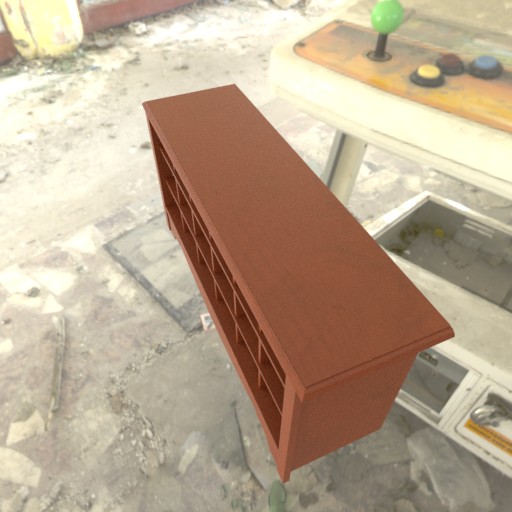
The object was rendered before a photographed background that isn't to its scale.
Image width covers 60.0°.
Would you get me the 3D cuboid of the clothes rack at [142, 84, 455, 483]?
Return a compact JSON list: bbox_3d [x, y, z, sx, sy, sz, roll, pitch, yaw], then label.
[{"bbox_3d":[0.000,0.000,1.479,0.362,0.594,1.251,-18,49,-16],"label":"clothes rack"}]
